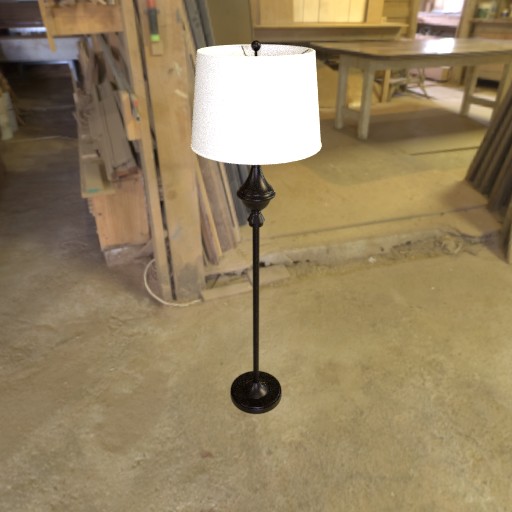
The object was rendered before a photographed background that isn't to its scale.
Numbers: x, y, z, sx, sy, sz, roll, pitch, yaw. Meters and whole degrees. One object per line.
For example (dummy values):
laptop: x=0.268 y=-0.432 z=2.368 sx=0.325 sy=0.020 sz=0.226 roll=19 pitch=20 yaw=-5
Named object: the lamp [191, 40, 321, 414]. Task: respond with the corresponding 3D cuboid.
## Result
lamp: x=0.000 y=0.000 z=1.691 sx=0.431 sy=1.484 sz=0.431 roll=0 pitch=30 yaw=0
